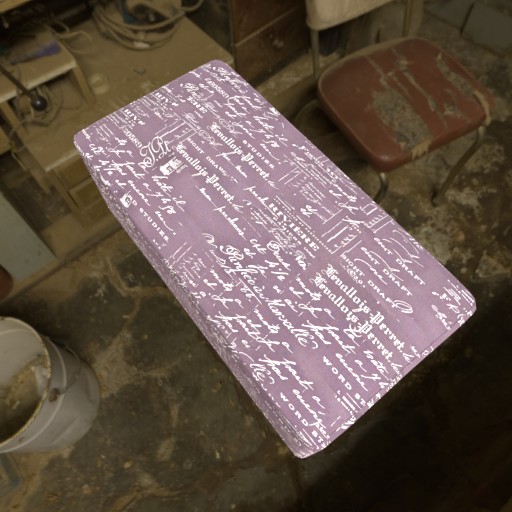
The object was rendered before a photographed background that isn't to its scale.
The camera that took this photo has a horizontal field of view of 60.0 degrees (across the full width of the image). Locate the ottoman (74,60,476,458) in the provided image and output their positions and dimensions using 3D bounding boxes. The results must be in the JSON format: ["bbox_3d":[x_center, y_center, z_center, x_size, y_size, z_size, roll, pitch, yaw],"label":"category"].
[{"bbox_3d":[0.000,0.000,1.049,0.406,0.457,0.813,-35,69,-16],"label":"ottoman"}]
